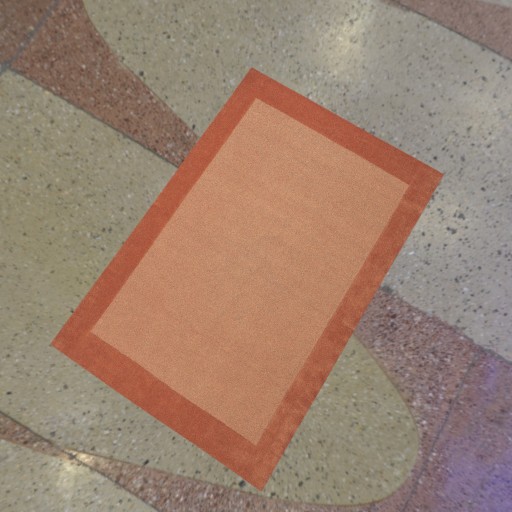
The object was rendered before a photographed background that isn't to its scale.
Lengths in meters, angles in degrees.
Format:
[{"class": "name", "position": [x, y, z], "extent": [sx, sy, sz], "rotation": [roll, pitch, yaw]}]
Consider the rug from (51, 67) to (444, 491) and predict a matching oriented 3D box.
[{"class": "rug", "position": [0.000, 0.000, 2.263], "extent": [1.219, 0.014, 1.829], "rotation": [32, 79, 7]}]
